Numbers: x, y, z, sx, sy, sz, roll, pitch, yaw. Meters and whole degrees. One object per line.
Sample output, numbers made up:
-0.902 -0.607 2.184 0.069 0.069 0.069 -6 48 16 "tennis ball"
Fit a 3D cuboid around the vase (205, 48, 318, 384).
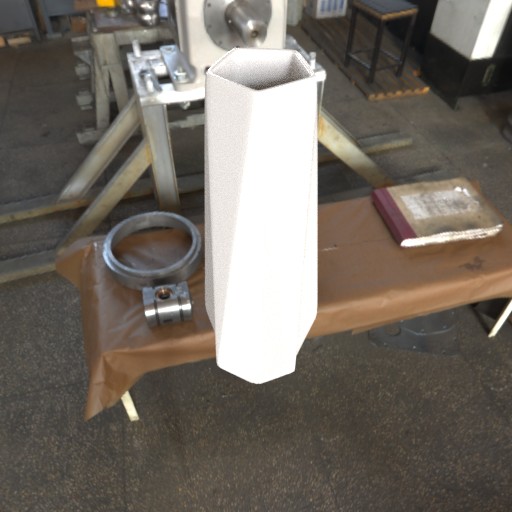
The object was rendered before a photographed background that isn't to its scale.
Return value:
0.000 0.000 0.391 0.122 0.329 0.116 32 54 27 "vase"
